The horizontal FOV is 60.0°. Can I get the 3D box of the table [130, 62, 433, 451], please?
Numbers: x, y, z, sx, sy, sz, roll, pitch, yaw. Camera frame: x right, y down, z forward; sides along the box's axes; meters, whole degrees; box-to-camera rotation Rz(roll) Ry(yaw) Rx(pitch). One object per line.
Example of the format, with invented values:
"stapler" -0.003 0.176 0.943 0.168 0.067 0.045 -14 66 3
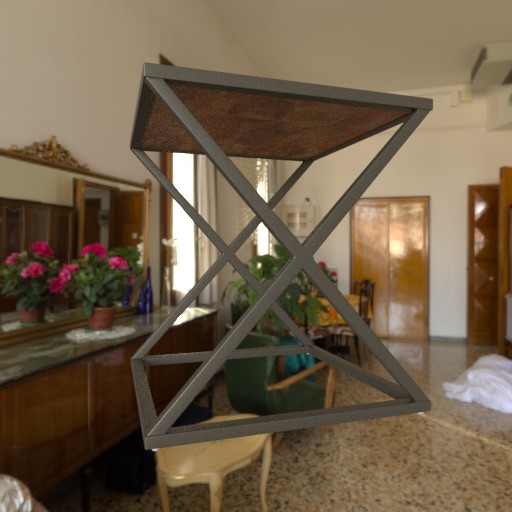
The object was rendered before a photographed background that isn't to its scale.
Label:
"table" 0.000 0.000 0.951 0.500 0.565 0.500 0 1 -18
